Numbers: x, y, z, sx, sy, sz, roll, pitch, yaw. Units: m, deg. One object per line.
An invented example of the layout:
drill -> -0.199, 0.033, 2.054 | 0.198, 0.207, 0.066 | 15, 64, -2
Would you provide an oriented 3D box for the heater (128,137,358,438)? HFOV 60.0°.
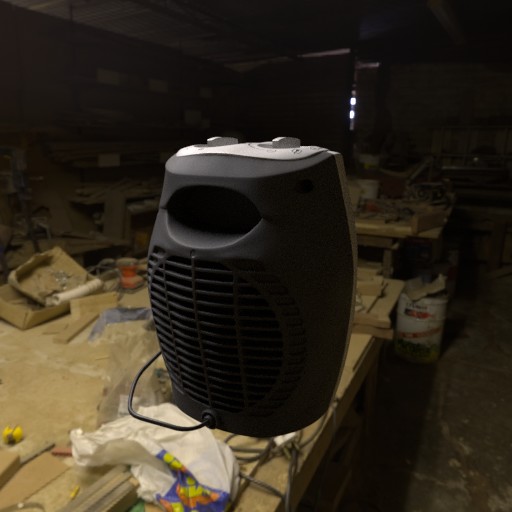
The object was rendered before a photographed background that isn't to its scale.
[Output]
heater -> 0.000, 0.000, 0.462 | 0.239, 0.240, 0.291 | 8, 17, 27
